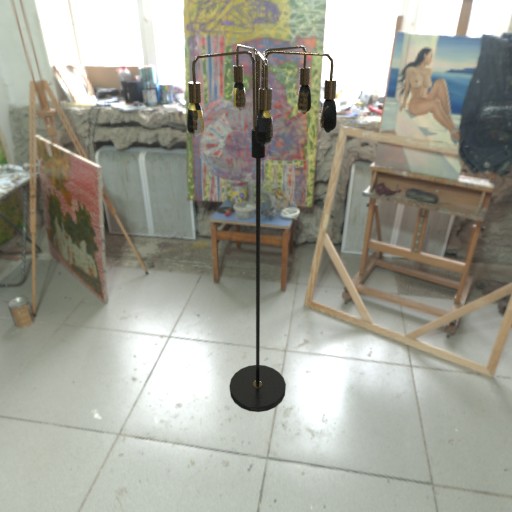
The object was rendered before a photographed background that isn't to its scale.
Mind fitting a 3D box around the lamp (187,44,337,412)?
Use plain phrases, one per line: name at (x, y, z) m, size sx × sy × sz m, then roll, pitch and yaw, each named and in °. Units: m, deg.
lamp at (0.000, 0.000, 2.029) m, size 0.572 × 1.721 × 0.599 m, roll -10°, pitch 32°, yaw -17°
